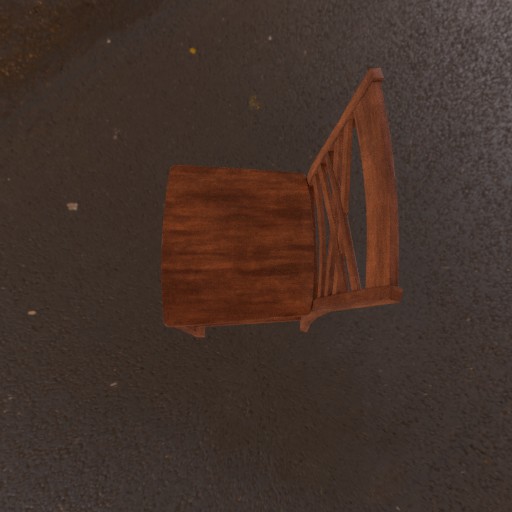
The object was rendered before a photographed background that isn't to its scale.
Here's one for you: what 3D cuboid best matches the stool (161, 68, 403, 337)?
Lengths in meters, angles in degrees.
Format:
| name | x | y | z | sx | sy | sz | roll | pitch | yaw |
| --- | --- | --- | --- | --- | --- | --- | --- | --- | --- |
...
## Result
| name | x | y | z | sx | sy | sz | roll | pitch | yaw |
| --- | --- | --- | --- | --- | --- | --- | --- | --- | --- |
| stool | 0.000 | 0.000 | 1.293 | 0.487 | 1.105 | 0.433 | 0 | 76 | 0 |
